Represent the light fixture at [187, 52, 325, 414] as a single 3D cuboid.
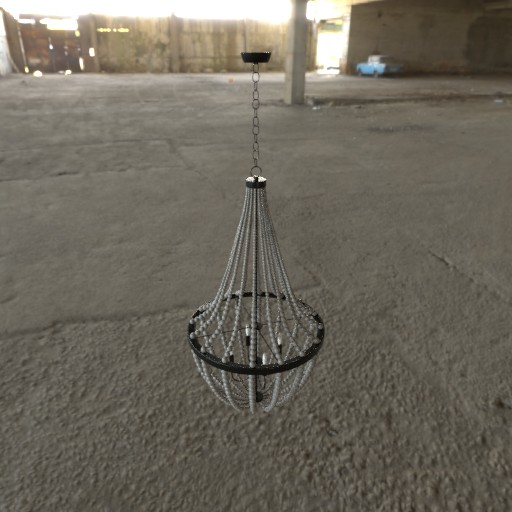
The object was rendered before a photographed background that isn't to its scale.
[{"bbox_3d":[0.000,0.000,1.357,0.450,1.133,0.450,0,25,0],"label":"light fixture"}]
